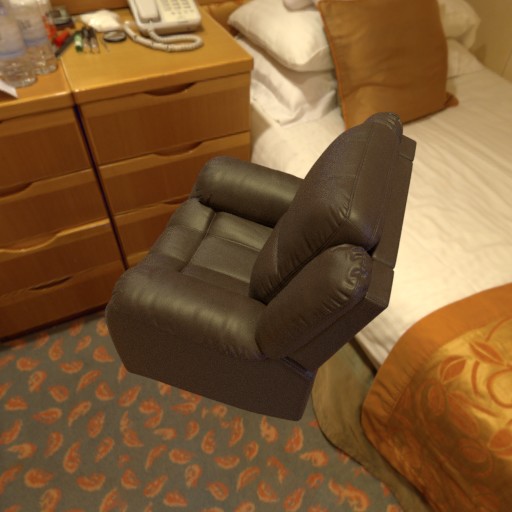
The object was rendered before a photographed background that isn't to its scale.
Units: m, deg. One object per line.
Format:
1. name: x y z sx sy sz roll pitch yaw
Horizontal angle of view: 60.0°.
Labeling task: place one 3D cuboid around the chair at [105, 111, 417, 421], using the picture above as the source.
1. chair: 0.000 0.000 1.673 0.934 1.009 0.899 14 48 13
